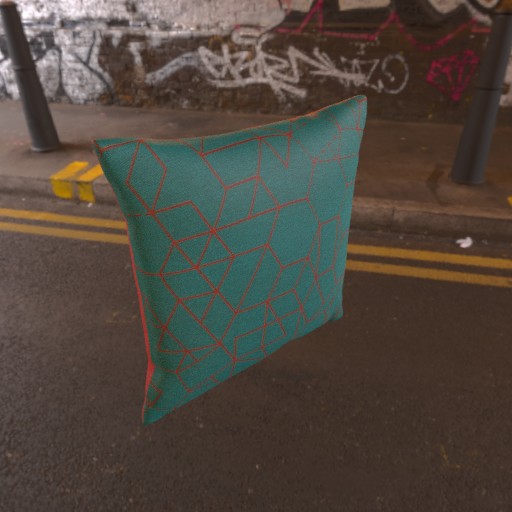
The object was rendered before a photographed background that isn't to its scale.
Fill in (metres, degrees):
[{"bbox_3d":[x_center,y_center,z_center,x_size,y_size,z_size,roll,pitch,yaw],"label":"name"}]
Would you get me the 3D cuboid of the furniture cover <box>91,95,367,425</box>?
[{"bbox_3d":[0.000,0.000,0.803,0.517,0.508,0.158,-22,36,-33],"label":"furniture cover"}]
